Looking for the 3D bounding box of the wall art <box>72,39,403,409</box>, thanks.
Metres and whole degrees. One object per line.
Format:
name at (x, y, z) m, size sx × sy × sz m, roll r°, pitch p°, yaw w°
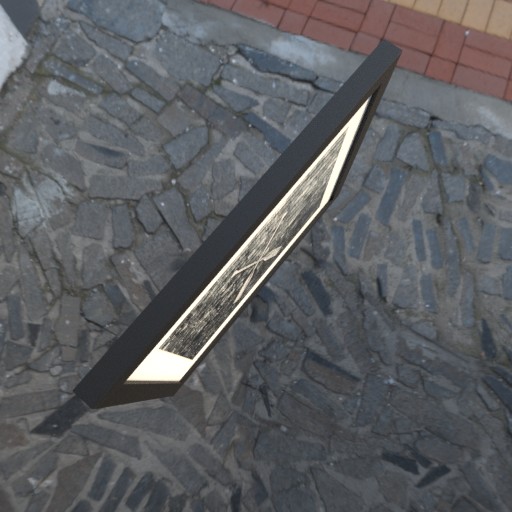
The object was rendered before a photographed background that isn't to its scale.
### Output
wall art at (0.000, 0.000, 0.727) m, size 0.029 × 0.457 × 0.558 m, roll 38°, pitch 78°, yaw 10°
